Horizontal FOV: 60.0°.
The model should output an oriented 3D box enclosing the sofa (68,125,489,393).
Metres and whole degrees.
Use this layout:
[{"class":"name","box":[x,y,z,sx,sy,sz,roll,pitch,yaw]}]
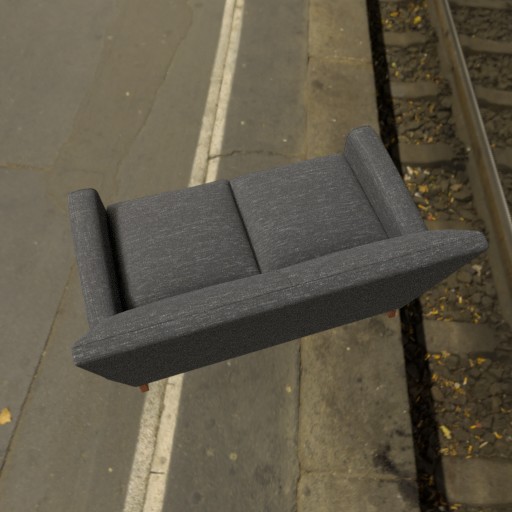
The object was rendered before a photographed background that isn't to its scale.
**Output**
[{"class":"sofa","box":[0.000,0.000,1.917,1.420,0.846,0.875,-15,59,-9]}]
